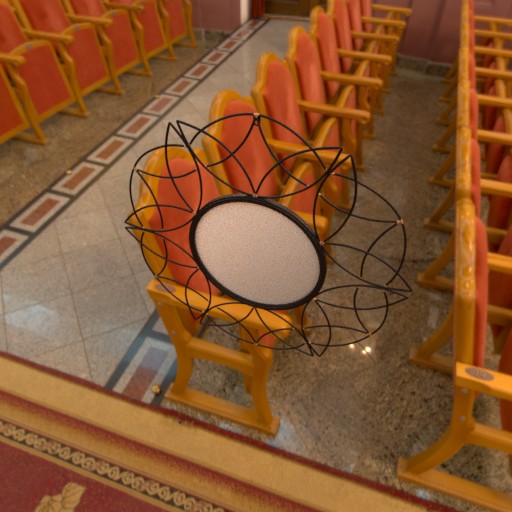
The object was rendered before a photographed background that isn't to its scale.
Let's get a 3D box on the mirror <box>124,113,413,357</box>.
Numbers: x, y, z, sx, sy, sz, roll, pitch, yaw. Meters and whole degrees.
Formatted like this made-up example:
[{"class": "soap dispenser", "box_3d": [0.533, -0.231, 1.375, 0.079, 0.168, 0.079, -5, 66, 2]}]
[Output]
[{"class": "mirror", "box_3d": [0.000, 0.000, 1.168, 0.797, 0.775, 0.028, 13, 43, 15]}]
